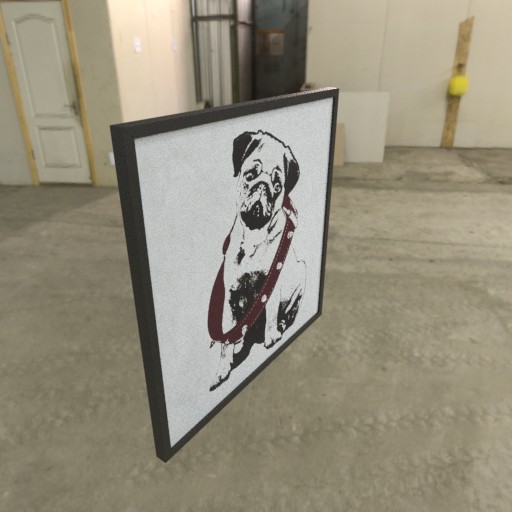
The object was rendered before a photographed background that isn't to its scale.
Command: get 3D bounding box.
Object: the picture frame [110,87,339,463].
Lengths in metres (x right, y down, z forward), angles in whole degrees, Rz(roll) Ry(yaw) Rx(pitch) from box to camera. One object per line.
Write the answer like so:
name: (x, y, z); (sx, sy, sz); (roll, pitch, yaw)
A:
picture frame: (0.000, 0.000, 1.168); (0.032, 0.775, 0.775); (18, 31, 32)
